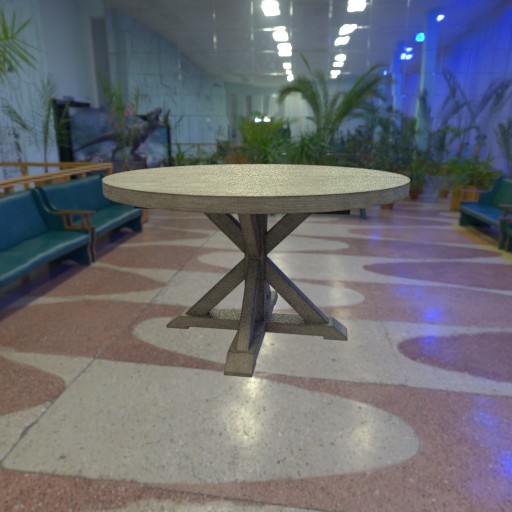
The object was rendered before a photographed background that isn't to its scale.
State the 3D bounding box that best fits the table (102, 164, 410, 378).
[{"bbox_3d":[0.000,0.000,2.166,1.363,0.781,1.363,0,16,0],"label":"table"}]
